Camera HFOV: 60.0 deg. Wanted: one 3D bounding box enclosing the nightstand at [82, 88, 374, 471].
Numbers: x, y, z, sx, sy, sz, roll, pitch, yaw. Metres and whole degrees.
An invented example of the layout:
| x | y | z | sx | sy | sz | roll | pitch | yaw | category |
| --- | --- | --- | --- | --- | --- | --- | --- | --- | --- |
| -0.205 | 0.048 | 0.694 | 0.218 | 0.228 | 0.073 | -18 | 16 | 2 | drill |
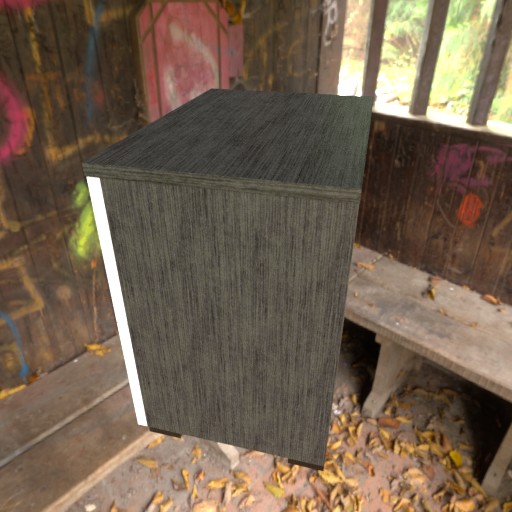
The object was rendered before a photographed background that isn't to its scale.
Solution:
| x | y | z | sx | sy | sz | roll | pitch | yaw | category |
| --- | --- | --- | --- | --- | --- | --- | --- | --- | --- |
| 0.000 | 0.000 | 0.769 | 0.325 | 0.460 | 0.441 | 8 | 32 | 12 | nightstand |
